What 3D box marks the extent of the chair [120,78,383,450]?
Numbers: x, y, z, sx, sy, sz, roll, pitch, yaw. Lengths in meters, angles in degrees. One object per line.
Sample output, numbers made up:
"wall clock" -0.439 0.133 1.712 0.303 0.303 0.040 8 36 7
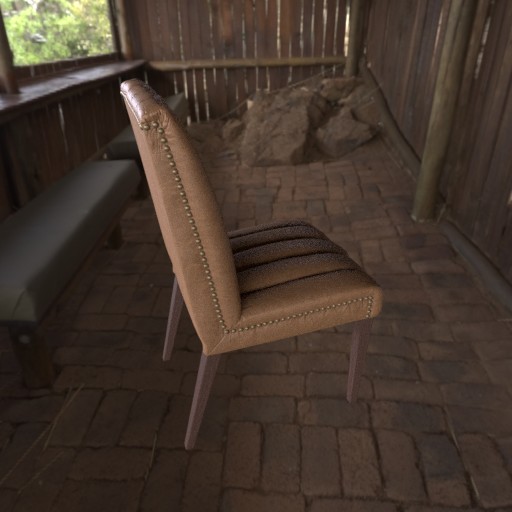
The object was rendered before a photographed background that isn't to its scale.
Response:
"chair" 0.000 0.000 1.377 0.647 1.016 0.511 -10 30 -17
